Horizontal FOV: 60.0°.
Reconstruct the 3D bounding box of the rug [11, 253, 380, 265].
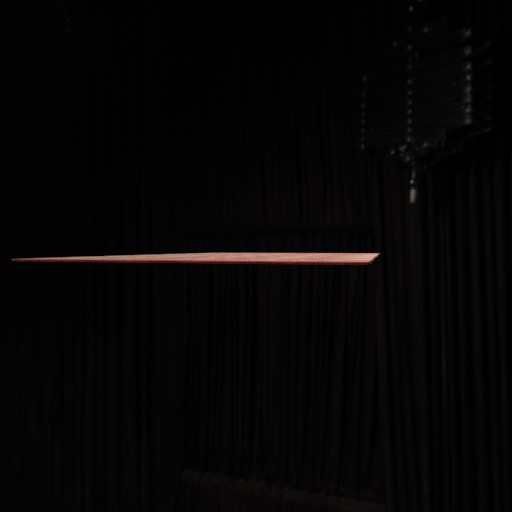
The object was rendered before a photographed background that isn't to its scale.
[{"bbox_3d":[0.000,0.000,2.897,1.535,0.010,2.431,0,1,17],"label":"rug"}]
